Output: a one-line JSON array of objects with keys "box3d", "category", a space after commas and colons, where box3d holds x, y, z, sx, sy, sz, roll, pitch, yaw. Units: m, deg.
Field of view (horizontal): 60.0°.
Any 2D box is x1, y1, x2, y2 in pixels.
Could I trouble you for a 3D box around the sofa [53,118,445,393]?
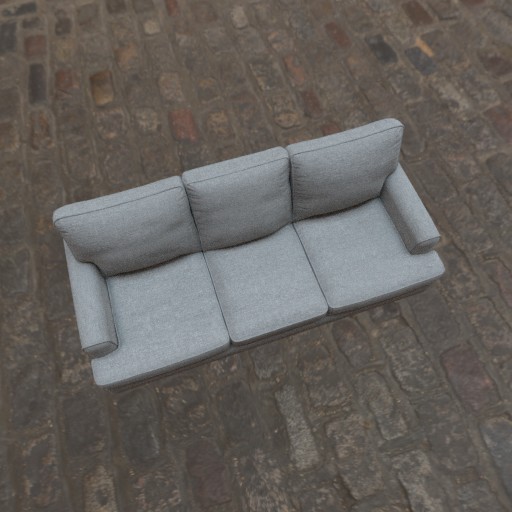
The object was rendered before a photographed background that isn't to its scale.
[{"box3d": [0.000, 0.000, 2.705, 2.158, 0.965, 0.951, -17, 66, -8], "category": "sofa"}]
